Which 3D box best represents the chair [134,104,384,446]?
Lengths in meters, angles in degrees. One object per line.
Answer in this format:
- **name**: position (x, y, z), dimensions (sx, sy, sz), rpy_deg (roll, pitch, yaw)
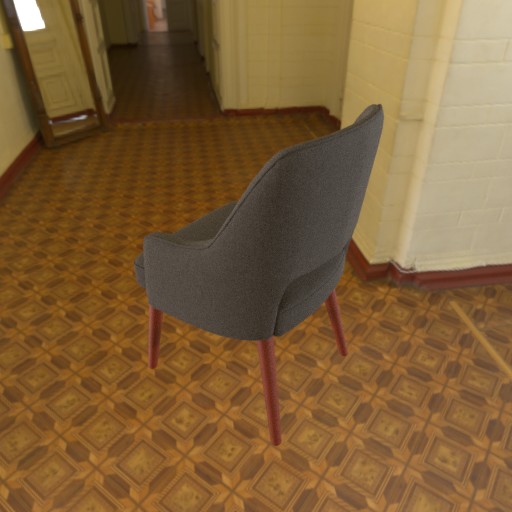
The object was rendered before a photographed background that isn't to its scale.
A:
- **chair**: position (0.000, 0.000, 1.249), dimensions (0.560, 0.838, 0.559), rpy_deg (21, 38, 29)
